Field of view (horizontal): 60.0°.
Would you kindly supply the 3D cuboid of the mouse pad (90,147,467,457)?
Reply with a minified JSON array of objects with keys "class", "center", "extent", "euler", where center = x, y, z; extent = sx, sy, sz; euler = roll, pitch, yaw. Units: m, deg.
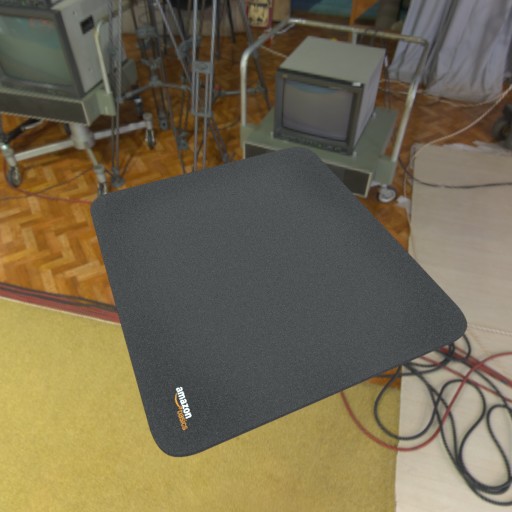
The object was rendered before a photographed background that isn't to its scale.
[{"class":"mouse pad","center":[0.000,0.000,0.320],"extent":[0.203,0.003,0.229],"euler":[-18,49,-16]}]
